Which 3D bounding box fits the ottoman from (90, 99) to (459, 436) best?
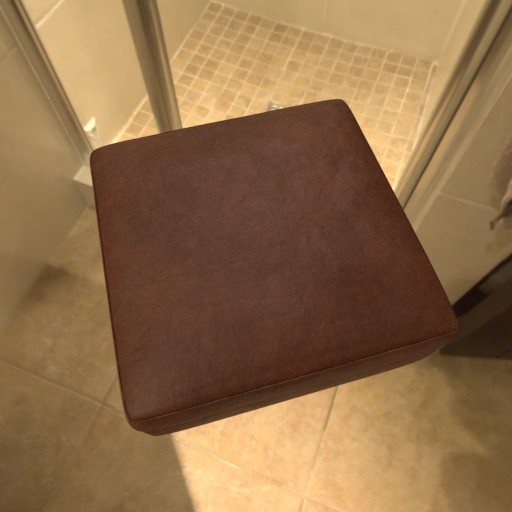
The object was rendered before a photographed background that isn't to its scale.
[{"bbox_3d":[0.000,0.000,1.328,0.836,0.415,0.844,-14,63,-7],"label":"ottoman"}]
